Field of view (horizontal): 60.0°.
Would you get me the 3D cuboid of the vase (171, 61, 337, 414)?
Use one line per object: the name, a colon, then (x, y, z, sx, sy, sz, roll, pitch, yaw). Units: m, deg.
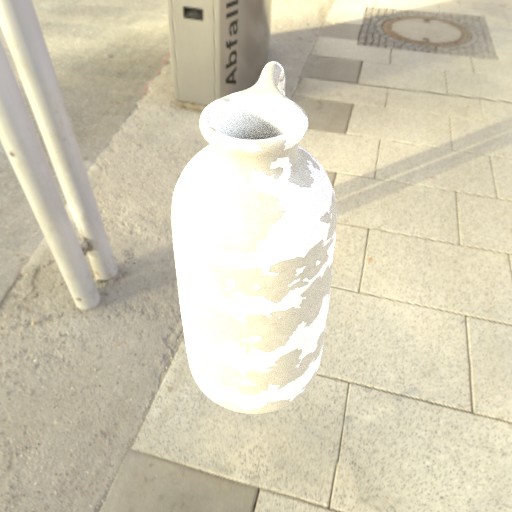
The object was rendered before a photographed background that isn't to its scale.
vase: (0.000, 0.000, 0.504, 0.186, 0.382, 0.203, 10, 46, 9)
